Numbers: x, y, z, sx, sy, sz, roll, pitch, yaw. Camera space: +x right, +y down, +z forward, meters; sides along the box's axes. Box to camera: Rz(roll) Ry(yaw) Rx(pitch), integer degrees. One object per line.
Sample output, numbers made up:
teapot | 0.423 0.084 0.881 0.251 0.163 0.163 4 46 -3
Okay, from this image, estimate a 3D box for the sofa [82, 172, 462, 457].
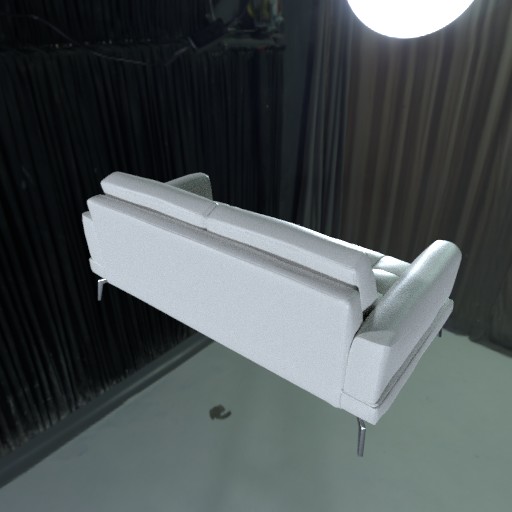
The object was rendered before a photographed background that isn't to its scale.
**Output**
sofa | 0.000 0.000 2.752 2.177 0.930 1.121 21 35 33
